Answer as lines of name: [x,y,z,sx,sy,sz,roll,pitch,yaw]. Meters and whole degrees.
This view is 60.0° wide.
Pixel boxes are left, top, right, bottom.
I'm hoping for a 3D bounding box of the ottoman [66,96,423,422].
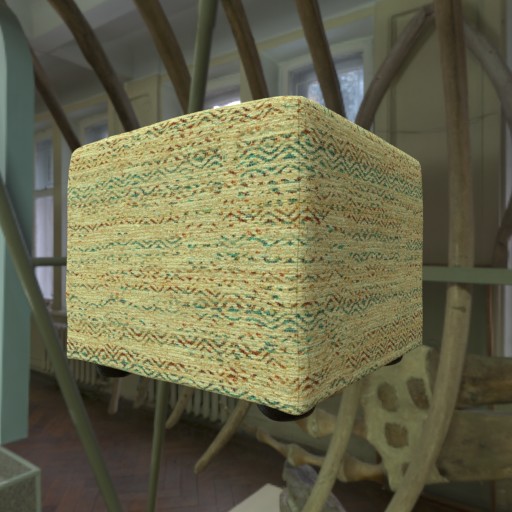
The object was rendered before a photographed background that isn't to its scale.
ottoman: [0.000,0.000,0.877,0.512,0.453,0.521,0,0,36]
